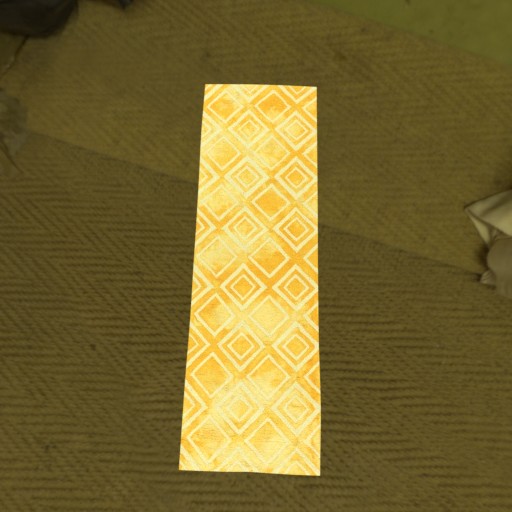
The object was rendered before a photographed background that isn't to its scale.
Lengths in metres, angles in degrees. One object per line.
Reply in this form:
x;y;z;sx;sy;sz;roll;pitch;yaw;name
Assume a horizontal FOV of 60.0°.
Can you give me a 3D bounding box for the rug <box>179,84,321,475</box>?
0.000;0.000;2.720;0.775;0.010;2.438;2;75;0;rug
